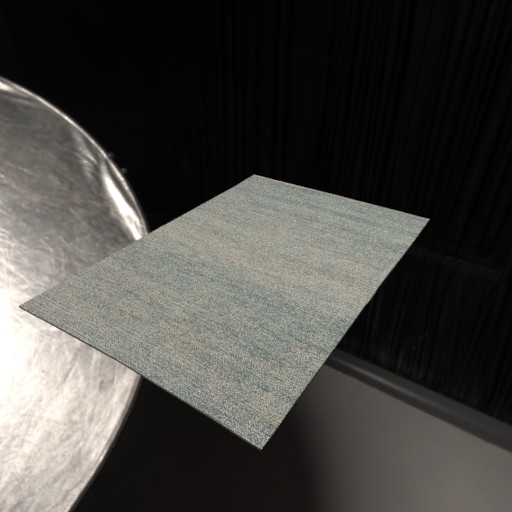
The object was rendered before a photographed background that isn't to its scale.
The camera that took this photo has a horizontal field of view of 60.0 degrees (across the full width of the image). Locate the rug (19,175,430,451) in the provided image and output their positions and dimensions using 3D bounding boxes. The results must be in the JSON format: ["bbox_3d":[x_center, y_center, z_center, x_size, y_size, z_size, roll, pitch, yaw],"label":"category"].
[{"bbox_3d":[0.000,0.000,5.056,2.802,0.052,4.078,20,37,28],"label":"rug"}]
